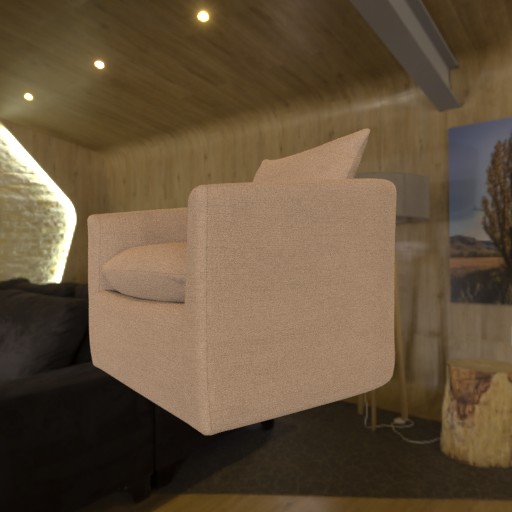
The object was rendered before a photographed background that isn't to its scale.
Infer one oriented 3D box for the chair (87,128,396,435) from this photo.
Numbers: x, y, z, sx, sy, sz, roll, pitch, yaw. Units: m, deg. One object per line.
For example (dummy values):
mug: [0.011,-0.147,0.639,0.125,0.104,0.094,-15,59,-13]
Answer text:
chair: [0.000,0.000,1.534,0.910,0.848,0.845,0,-1,-37]
